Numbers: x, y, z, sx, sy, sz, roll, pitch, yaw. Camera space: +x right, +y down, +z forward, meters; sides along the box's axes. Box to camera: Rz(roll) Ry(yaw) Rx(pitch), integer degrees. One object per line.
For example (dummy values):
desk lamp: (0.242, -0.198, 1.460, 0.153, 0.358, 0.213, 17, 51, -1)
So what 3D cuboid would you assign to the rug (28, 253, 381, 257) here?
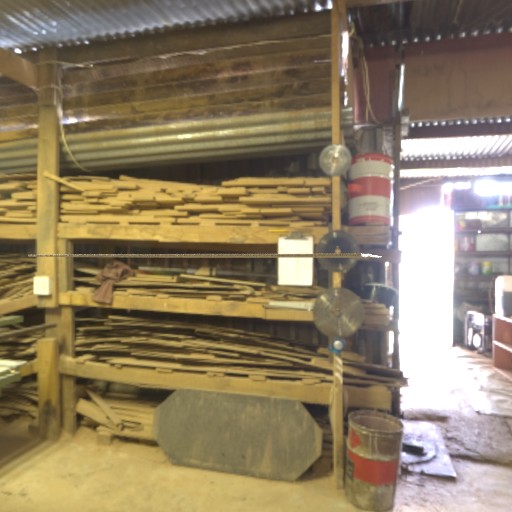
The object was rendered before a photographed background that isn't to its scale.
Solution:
rug: (0.000, 0.000, 2.355, 1.232, 0.015, 1.825, 0, 0, 18)
